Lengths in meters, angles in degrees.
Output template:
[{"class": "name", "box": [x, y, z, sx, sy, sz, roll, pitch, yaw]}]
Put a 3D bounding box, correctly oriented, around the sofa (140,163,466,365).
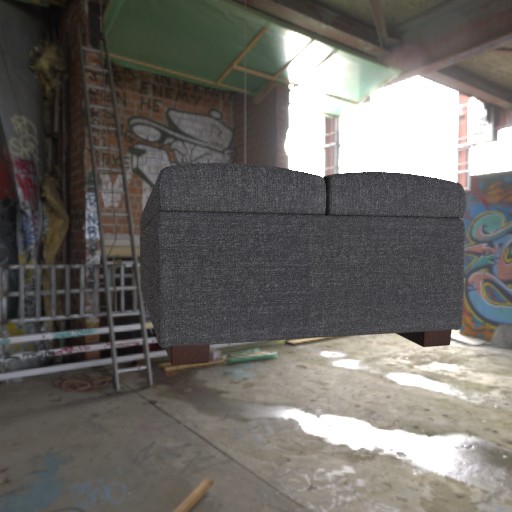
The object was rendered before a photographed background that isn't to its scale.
[{"class": "sofa", "box": [0.000, 0.000, 1.550, 0.782, 0.417, 1.198, 0, 1, -16]}]
